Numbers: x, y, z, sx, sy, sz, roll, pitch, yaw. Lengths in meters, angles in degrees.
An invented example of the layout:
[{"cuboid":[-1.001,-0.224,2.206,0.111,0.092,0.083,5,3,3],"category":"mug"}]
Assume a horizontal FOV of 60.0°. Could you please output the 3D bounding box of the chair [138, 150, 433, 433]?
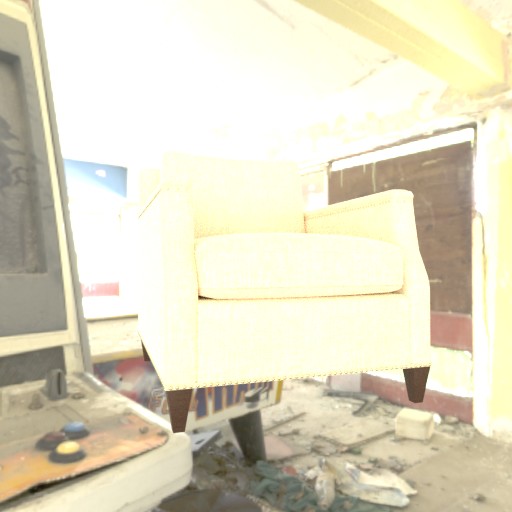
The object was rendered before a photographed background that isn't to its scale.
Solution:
[{"cuboid":[0.000,0.000,1.742,0.838,0.940,1.041,0,-1,-19],"category":"chair"}]
